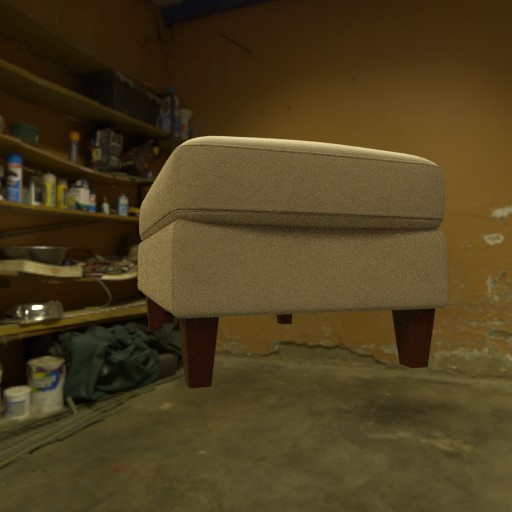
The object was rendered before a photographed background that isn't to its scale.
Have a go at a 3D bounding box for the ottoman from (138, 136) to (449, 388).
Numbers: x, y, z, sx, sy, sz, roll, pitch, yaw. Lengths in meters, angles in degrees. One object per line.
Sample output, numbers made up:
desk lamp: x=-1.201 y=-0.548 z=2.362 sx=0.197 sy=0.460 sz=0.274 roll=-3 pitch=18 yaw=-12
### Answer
ottoman: x=0.000 y=0.000 z=1.226 sx=0.584 sy=0.483 sz=0.864 roll=0 pitch=-1 yaw=-19
